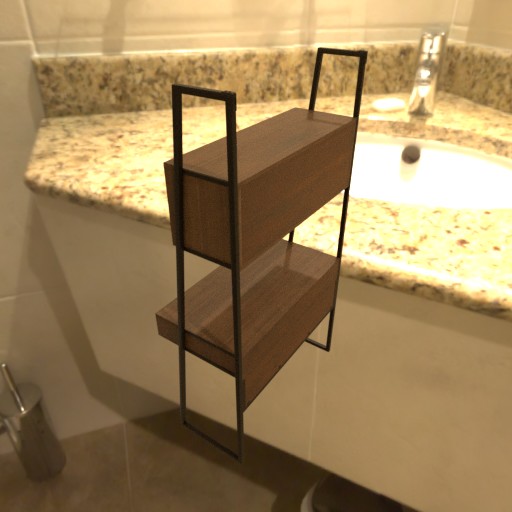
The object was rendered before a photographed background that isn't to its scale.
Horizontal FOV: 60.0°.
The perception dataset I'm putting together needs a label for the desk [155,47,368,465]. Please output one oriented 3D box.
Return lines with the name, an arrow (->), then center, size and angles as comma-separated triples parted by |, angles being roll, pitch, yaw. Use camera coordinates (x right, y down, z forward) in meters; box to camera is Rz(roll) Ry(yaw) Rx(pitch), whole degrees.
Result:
desk -> 0.000, 0.000, 2.211 | 0.515, 1.809, 0.982 | 21, 38, 29
